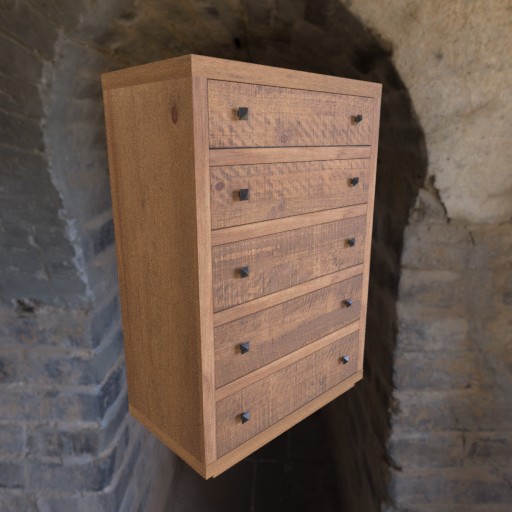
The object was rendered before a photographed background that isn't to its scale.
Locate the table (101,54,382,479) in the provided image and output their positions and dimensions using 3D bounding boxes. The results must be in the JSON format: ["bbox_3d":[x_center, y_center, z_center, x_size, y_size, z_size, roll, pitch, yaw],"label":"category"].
[{"bbox_3d":[0.000,0.000,1.732,0.901,1.294,0.524,-14,20,-42],"label":"table"}]
